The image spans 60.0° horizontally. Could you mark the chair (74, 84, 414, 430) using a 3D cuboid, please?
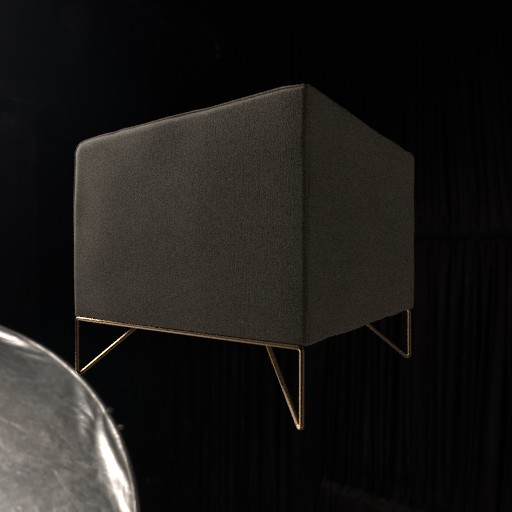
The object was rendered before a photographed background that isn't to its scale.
[{"bbox_3d":[0.000,0.000,1.617,0.912,0.799,0.920,0,0,34],"label":"chair"}]
